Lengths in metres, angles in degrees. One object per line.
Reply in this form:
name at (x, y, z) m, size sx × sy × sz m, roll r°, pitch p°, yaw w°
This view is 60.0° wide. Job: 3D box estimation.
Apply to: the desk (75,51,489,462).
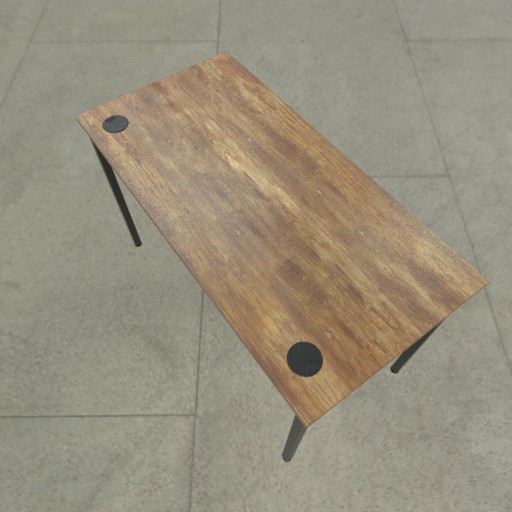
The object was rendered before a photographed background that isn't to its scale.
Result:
desk at (0.000, 0.000, 1.607) m, size 0.600 × 0.749 × 1.200 m, roll -32°, pitch 63°, yaw -18°
